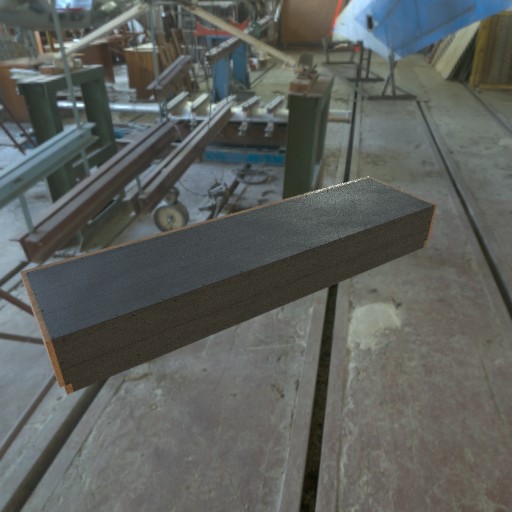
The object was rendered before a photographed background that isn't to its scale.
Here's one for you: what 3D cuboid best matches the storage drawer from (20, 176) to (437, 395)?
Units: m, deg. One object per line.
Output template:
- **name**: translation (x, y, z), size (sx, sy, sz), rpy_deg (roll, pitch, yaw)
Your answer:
- **storage drawer**: translation (0.000, 0.000, 2.217), size (2.032, 0.264, 0.538), rpy_deg (-19, 36, -28)
